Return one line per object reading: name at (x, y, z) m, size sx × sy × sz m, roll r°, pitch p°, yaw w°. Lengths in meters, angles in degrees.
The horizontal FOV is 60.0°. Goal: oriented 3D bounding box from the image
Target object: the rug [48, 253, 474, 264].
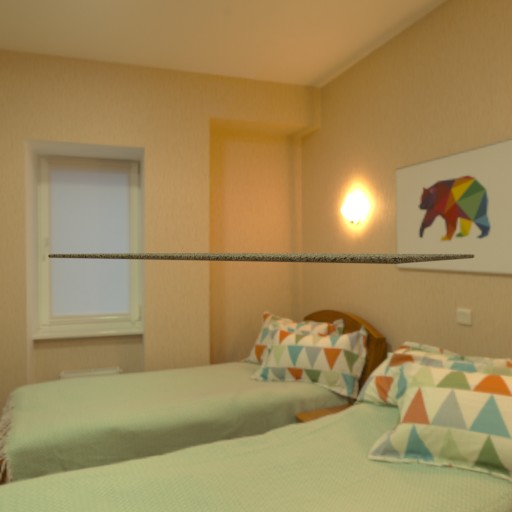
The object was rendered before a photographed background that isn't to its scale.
rug at (0.000, 0.000, 3.382) m, size 2.743 × 0.030 × 1.778 m, roll 1°, pitch 1°, yaw 36°
